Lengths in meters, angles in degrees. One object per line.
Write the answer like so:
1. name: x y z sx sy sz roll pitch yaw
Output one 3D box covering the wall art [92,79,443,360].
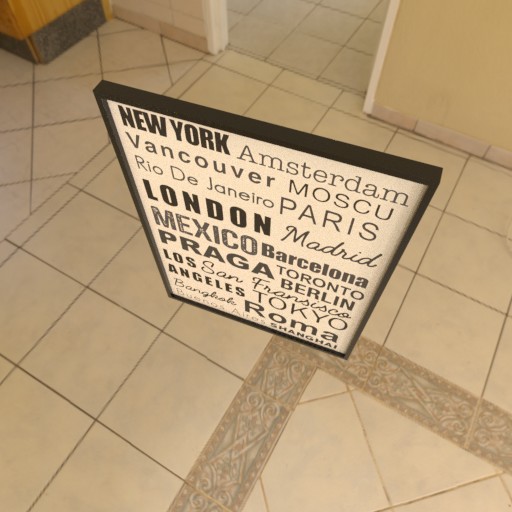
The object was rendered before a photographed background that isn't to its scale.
1. wall art: 0.000 0.000 1.396 0.788 1.046 0.043 18 60 11
